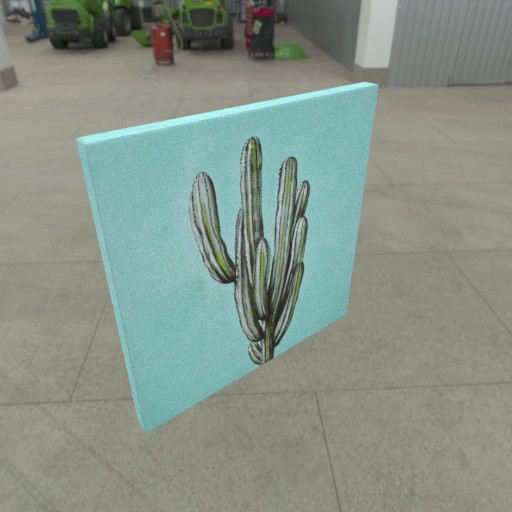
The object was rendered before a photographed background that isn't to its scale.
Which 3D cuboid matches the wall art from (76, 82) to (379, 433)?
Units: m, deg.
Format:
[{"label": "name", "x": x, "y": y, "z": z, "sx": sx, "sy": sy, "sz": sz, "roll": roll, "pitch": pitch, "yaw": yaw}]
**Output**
[{"label": "wall art", "x": 0.000, "y": 0.000, "z": 1.157, "sx": 0.765, "sy": 0.766, "sz": 0.054, "roll": -23, "pitch": 39, "yaw": -32}]
